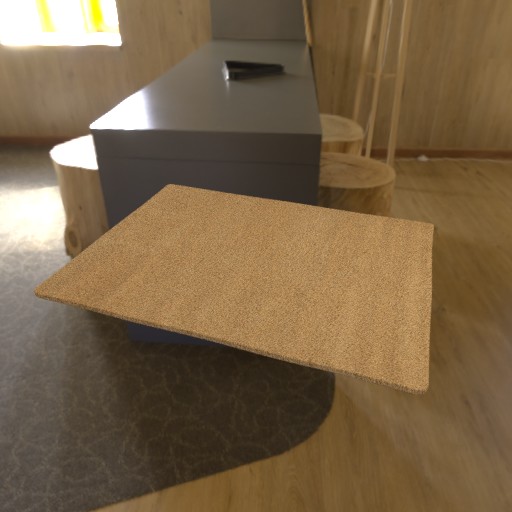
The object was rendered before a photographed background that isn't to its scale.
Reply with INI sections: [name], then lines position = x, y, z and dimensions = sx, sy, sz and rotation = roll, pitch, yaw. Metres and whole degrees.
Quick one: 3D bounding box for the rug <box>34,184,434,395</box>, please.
[rug]
position = 0.000, 0.000, 2.127
dimensions = 1.600, 0.025, 1.199
rotation = 11, 34, 16
